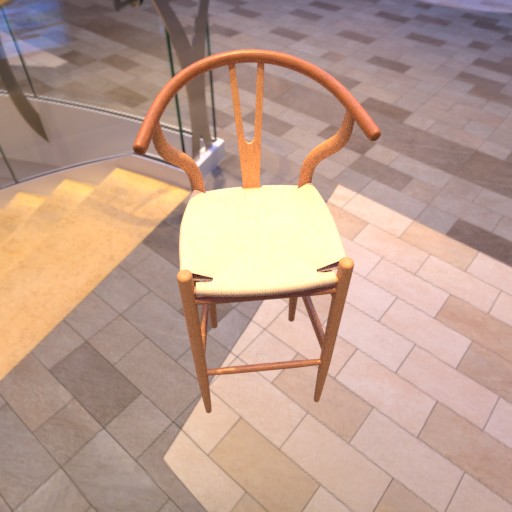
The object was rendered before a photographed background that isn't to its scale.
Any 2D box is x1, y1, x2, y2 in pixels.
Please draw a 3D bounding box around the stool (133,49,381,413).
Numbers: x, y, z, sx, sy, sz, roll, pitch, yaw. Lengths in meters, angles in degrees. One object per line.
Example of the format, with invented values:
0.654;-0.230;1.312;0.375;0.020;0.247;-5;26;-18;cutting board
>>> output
0.000;0.000;1.407;0.574;1.068;0.561;-4;47;-4;stool
